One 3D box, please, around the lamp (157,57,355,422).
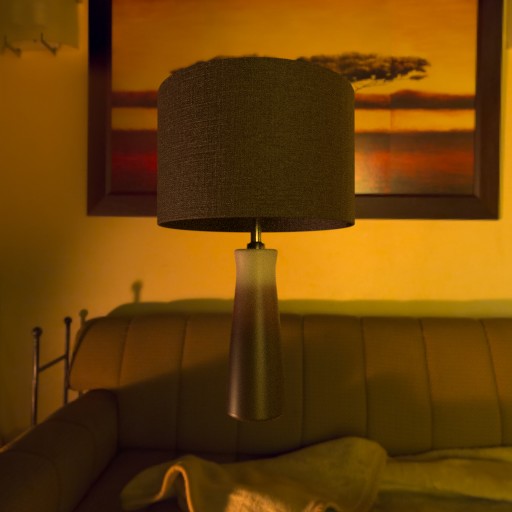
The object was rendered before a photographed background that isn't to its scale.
[{"bbox_3d":[0.000,0.000,0.695,0.303,0.488,0.303,0,-1,0],"label":"lamp"}]
